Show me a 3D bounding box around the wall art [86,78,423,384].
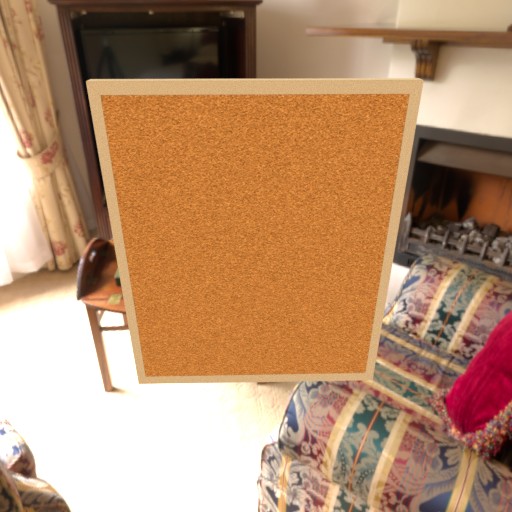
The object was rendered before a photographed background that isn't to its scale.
[{"bbox_3d":[0.000,0.000,0.720,0.444,0.536,0.020,-1,29,-1],"label":"wall art"}]
